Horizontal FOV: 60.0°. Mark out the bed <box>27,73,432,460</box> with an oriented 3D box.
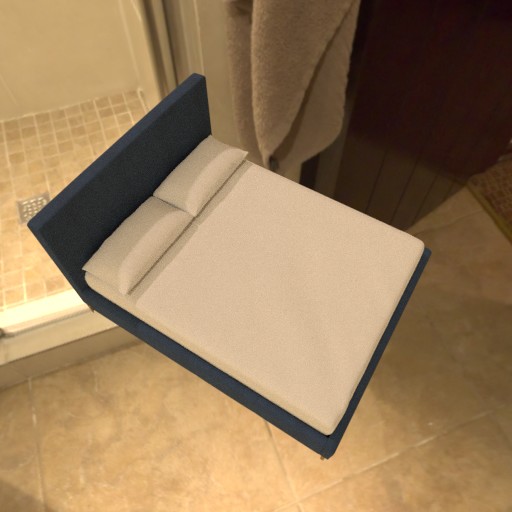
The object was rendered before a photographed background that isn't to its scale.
[{"bbox_3d":[0.000,0.000,3.205,2.172,1.231,1.723,28,62,16],"label":"bed"}]
